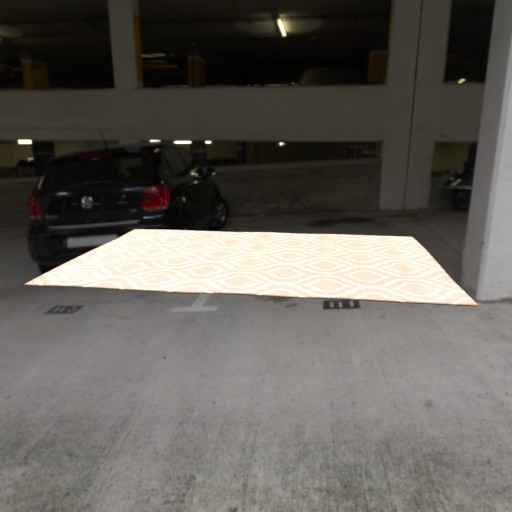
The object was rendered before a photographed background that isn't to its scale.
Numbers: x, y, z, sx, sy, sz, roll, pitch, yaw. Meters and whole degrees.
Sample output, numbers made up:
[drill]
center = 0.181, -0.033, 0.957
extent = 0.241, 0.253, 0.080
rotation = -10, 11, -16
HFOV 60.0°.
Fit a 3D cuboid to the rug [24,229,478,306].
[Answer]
[rug]
center = 0.000, 0.000, 2.229
extent = 1.761, 0.013, 1.152
rotation = 2, 15, 7
